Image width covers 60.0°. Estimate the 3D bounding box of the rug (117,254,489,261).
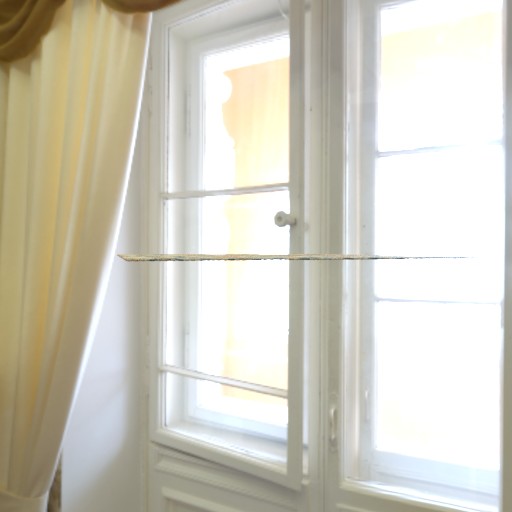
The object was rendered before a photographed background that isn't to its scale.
[{"bbox_3d":[0.000,0.000,4.151,2.439,0.010,3.048,0,1,-18],"label":"rug"}]
